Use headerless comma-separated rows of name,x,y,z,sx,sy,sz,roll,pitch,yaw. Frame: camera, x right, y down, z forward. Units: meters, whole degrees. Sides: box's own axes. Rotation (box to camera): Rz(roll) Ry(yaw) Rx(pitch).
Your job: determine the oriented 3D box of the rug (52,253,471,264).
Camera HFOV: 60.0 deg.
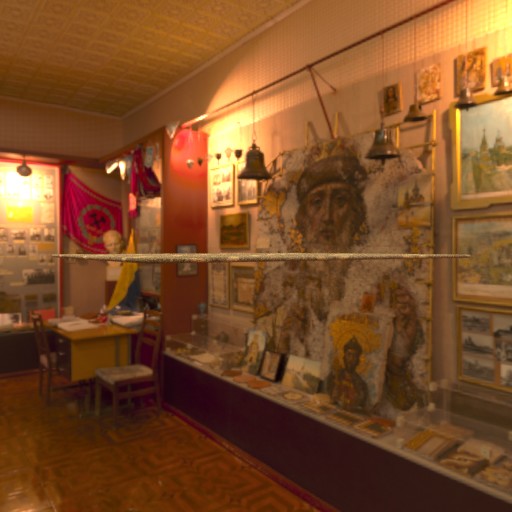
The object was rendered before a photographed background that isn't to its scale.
rug,0.000,0.000,4.029,3.000,0.026,2.399,-1,1,-35
